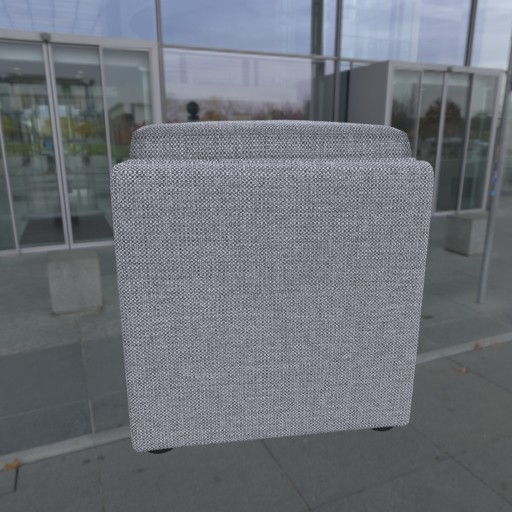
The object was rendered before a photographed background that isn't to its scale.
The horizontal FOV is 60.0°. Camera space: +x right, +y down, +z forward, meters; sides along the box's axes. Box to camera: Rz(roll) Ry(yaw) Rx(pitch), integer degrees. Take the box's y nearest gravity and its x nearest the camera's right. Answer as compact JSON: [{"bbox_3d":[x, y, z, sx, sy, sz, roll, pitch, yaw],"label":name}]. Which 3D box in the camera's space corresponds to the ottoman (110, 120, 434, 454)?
[{"bbox_3d":[0.000,0.000,0.832,0.436,0.487,0.454,-2,15,-8],"label":"ottoman"}]
